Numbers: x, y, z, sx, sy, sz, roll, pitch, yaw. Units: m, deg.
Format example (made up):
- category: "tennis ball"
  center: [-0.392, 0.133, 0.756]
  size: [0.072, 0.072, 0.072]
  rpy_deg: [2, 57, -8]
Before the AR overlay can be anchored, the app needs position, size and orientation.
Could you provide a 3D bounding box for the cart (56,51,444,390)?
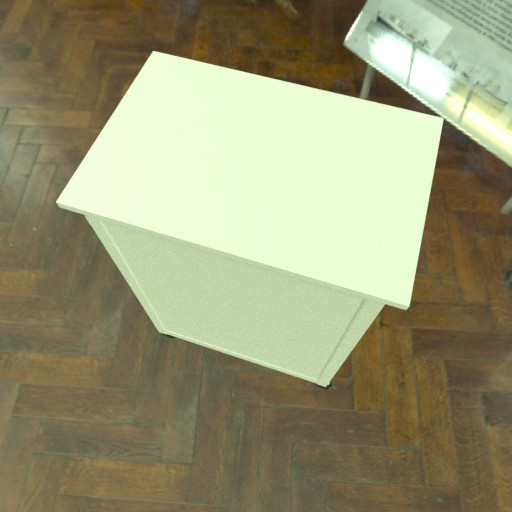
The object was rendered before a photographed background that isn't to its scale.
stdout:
- category: "cart"
  center: [0.000, 0.000, 1.266]
  size: [0.683, 0.864, 0.442]
  rpy_deg: [16, 64, 8]
